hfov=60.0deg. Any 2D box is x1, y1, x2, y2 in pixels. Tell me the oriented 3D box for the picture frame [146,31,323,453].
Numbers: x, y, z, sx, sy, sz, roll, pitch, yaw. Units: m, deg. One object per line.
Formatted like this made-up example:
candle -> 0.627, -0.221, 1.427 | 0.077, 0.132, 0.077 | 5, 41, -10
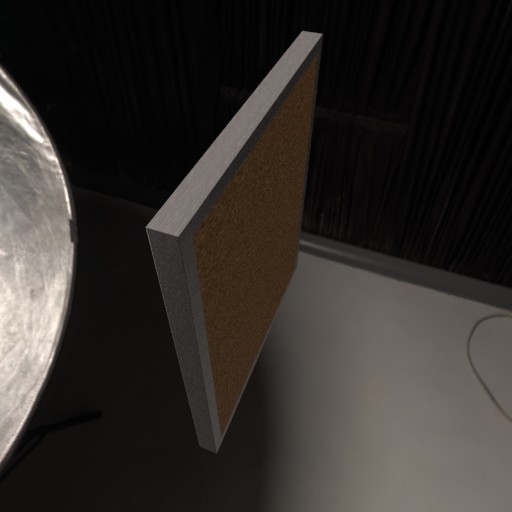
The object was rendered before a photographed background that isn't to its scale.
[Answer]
picture frame -> 0.000, 0.000, 0.512 | 0.027, 0.378, 0.327 | 16, 50, 14
